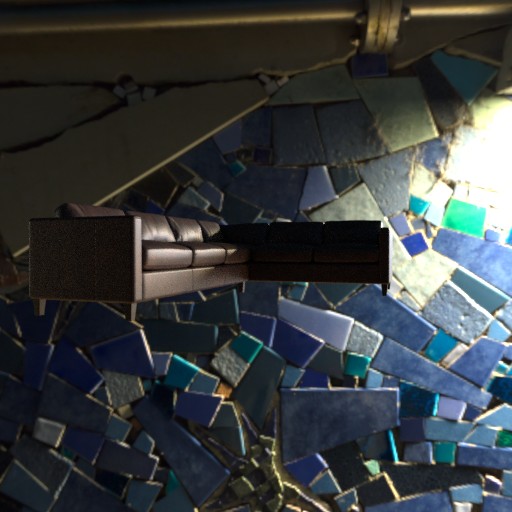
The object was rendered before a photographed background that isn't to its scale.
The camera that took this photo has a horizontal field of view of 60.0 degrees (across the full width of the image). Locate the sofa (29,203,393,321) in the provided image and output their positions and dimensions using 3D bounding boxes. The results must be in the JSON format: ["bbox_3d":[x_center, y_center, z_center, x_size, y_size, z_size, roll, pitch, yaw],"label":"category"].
[{"bbox_3d":[0.000,0.000,4.305,2.438,0.836,3.152,0,1,19],"label":"sofa"}]
